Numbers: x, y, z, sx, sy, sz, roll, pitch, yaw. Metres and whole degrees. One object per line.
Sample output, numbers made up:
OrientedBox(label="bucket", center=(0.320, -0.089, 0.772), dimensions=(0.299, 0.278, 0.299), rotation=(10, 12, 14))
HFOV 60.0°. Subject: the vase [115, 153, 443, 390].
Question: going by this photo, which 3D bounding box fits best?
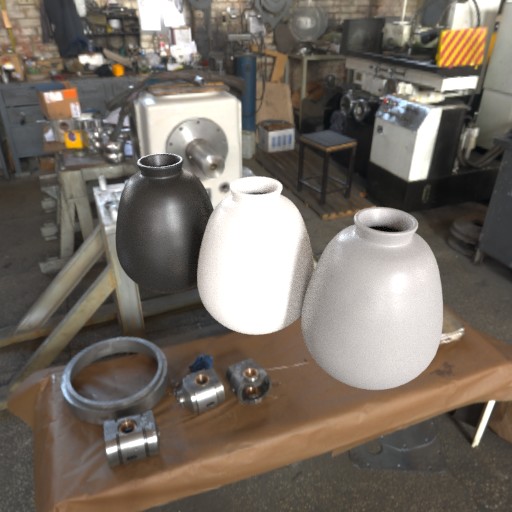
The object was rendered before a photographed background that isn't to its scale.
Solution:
OrientedBox(label="vase", center=(0.000, 0.000, 0.360), dimensions=(0.297, 0.122, 0.097), rotation=(20, 36, 30))
